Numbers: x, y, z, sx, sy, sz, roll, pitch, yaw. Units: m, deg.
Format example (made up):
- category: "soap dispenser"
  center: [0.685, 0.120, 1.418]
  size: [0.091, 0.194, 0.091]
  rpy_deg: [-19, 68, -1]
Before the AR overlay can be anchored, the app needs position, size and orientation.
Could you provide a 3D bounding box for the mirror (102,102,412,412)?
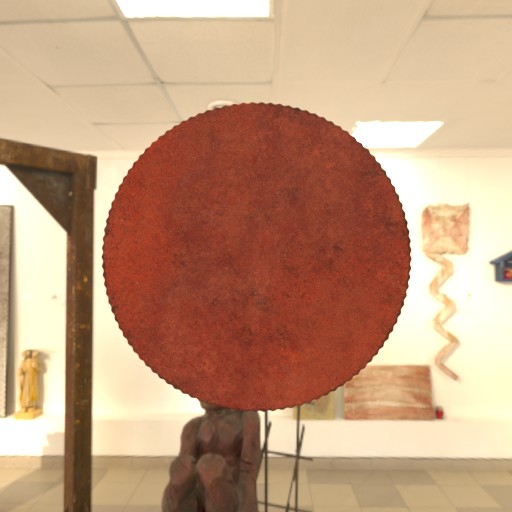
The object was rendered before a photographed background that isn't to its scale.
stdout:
- category: "mirror"
  center: [0.000, 0.000, 0.896]
  size: [0.609, 0.609, 0.056]
  rpy_deg: [0, -1, 1]
